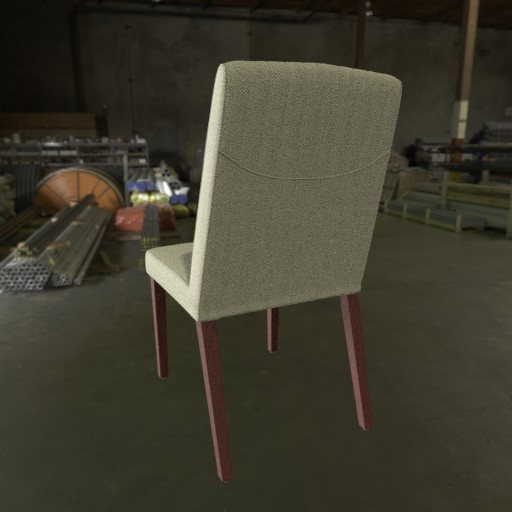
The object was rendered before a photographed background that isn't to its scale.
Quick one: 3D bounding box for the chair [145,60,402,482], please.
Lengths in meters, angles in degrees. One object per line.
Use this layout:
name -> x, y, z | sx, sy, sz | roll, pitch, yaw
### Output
chair -> 0.000, 0.000, 1.215 | 0.480, 0.900, 0.594 | -7, 16, -26
